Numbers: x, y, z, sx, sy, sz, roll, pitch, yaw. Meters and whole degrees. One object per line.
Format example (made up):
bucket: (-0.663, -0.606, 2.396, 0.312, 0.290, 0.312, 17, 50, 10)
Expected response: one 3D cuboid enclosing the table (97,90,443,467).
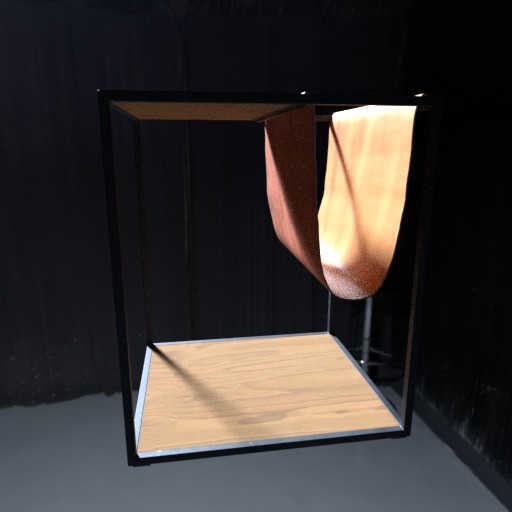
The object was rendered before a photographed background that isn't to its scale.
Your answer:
table: (0.000, 0.000, 0.821, 0.450, 0.536, 0.399, -2, 14, -9)
